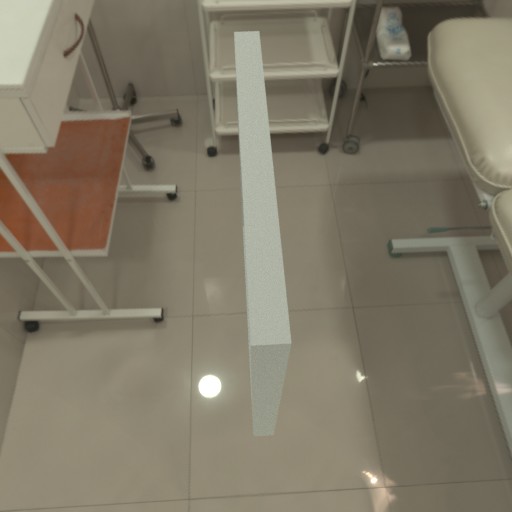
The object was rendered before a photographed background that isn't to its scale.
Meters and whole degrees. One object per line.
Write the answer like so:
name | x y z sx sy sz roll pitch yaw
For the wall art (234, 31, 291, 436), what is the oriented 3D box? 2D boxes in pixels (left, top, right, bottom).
wall art | 0.000 0.000 0.540 0.027 0.355 0.355 -3 59 -2
